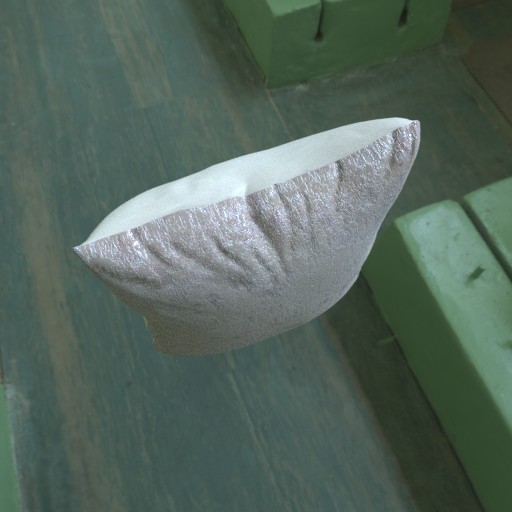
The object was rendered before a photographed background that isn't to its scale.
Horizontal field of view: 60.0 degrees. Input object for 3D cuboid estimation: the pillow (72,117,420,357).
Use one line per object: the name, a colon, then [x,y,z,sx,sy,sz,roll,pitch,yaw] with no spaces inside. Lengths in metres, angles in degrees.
pillow: [0.000,0.000,0.717,0.450,0.448,0.245,-20,66,-9]
